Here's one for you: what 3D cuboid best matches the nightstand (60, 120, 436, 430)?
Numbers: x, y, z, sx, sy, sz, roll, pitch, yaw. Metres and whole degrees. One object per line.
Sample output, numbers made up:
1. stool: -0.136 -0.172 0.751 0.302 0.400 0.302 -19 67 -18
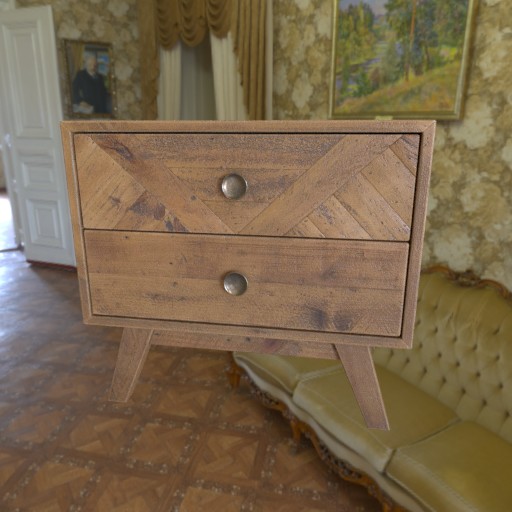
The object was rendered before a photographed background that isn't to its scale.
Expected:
1. nightstand: 0.000 0.000 1.036 0.650 0.599 0.450 3 16 9
